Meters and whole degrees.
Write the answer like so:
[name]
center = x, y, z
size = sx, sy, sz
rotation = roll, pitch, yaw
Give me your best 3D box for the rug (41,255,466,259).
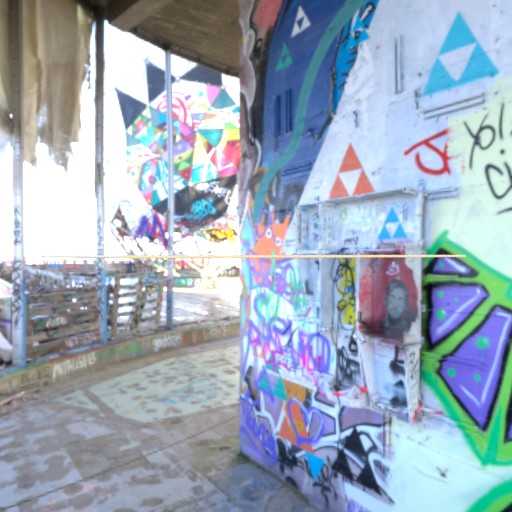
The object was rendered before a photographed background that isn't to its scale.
[rug]
center = 0.000, 0.000, 2.841
size = 2.294, 0.014, 1.528
rotation = 0, 0, -35
